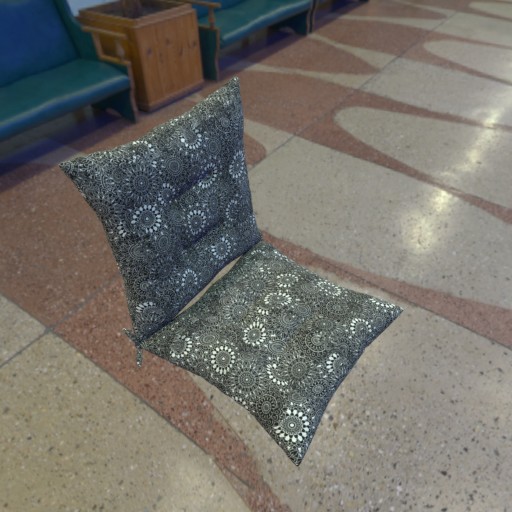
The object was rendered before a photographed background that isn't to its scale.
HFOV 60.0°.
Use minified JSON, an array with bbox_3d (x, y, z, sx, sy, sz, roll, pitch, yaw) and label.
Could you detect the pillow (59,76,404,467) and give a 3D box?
[{"bbox_3d":[0.000,0.000,0.990,0.585,0.536,0.541,27,49,26],"label":"pillow"}]
